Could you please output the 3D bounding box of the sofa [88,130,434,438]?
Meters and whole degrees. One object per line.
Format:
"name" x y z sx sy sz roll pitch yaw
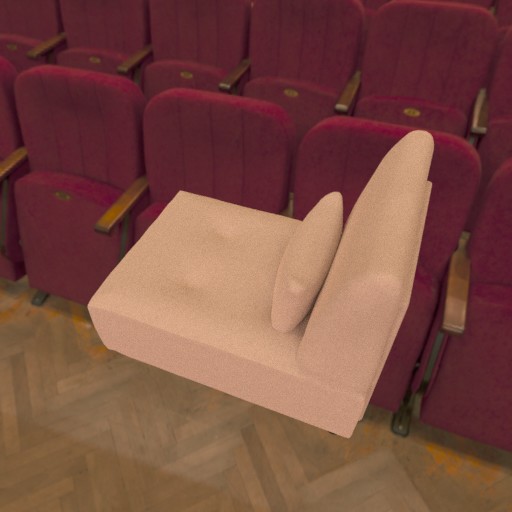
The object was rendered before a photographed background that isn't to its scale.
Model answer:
"sofa" 0.000 0.000 1.561 1.000 0.820 0.700 16 48 15
